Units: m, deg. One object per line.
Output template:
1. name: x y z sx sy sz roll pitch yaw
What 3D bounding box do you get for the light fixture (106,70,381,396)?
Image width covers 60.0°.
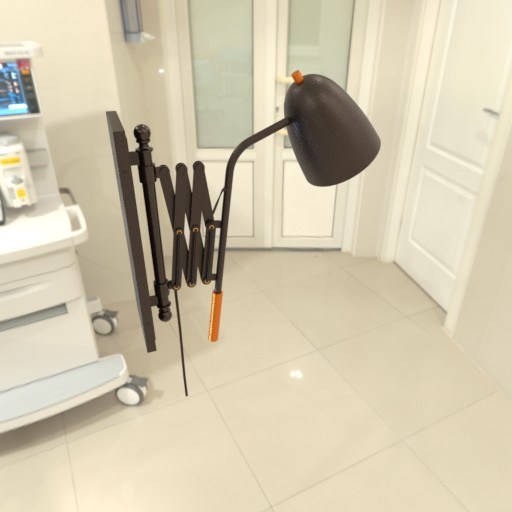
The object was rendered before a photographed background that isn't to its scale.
1. light fixture: 0.000 0.000 0.926 0.499 0.715 0.162 -10 31 -17
